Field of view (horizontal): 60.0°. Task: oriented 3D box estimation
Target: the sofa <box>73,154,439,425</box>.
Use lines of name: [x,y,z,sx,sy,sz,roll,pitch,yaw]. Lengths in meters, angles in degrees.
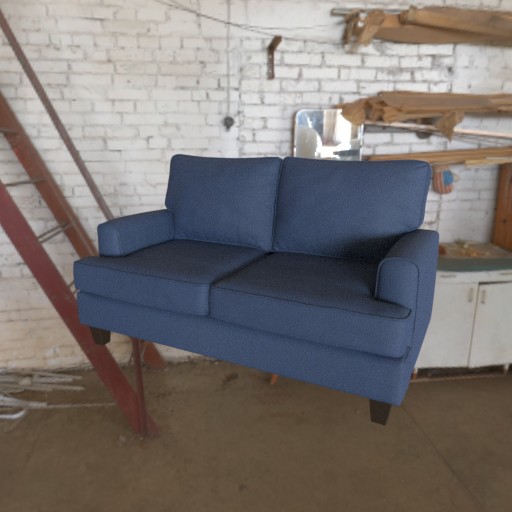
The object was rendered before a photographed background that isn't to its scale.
sofa: [0.000,0.000,2.242,1.651,0.965,0.965,8,17,26]
